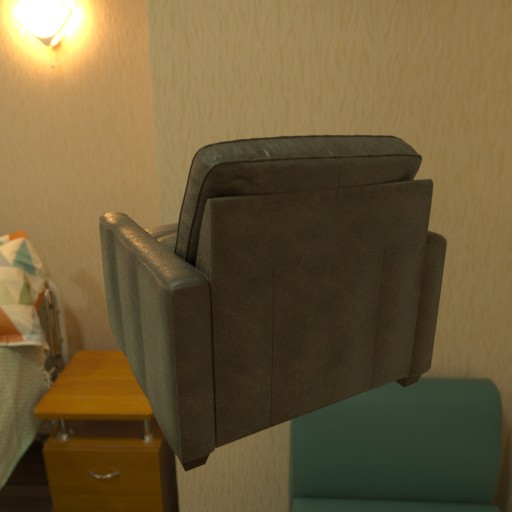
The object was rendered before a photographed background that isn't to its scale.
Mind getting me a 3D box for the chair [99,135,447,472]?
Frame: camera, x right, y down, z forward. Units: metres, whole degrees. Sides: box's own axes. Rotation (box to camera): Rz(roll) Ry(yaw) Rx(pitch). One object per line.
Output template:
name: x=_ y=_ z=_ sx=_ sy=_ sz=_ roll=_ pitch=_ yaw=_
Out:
chair: x=0.000 y=0.000 z=1.697 sx=1.006 sy=0.916 sz=0.939 roll=-9 pitch=20 yaw=-27
